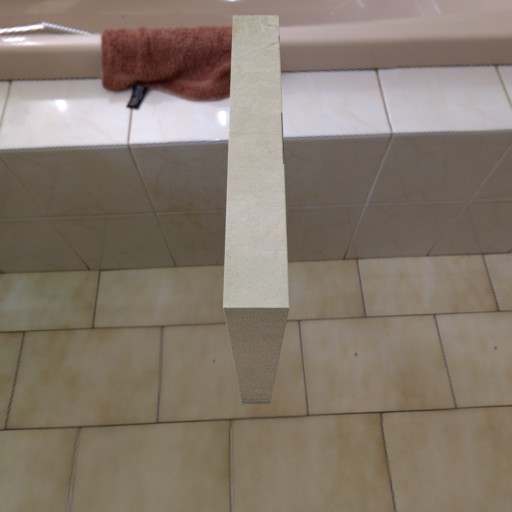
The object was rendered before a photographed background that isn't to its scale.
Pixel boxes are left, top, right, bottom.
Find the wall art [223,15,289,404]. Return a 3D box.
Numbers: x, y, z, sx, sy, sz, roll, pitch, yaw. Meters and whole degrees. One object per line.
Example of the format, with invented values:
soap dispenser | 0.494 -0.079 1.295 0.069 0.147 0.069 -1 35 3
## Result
wall art | 0.000 0.000 0.479 0.038 0.381 0.254 0 64 0
